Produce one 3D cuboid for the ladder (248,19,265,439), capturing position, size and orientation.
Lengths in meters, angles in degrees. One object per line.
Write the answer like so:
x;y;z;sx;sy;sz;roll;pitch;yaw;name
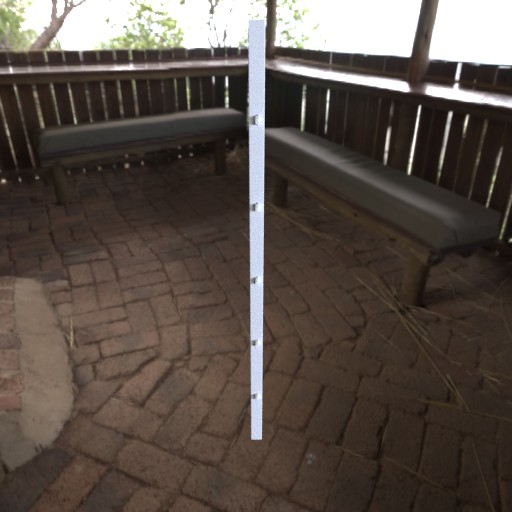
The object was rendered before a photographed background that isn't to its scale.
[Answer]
0.000;0.000;1.916;0.051;1.797;0.452;0;27;-1;ladder
